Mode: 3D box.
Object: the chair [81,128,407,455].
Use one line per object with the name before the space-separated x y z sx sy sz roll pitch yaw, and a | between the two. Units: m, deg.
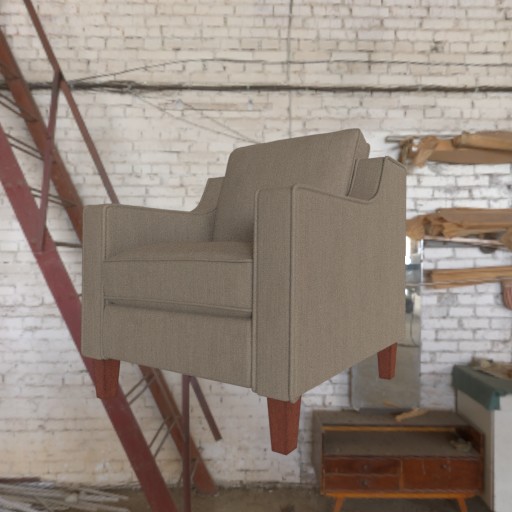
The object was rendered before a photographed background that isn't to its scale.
chair | 0.000 0.000 1.619 0.831 0.960 0.909 0 1 35
